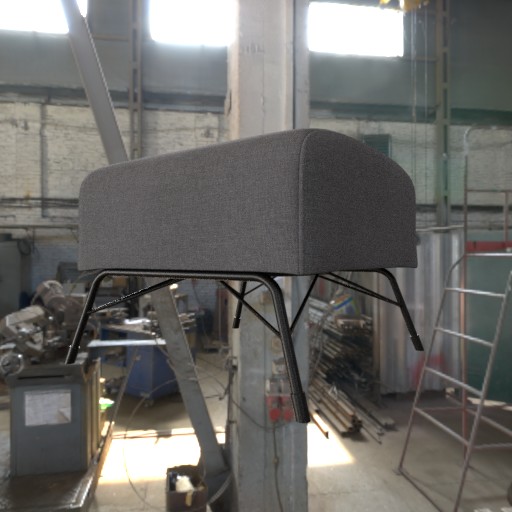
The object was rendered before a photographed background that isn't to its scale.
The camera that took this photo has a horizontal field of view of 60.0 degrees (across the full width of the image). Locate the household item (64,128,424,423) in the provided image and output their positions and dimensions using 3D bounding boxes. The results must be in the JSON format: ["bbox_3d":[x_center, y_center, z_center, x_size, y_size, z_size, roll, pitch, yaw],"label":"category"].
[{"bbox_3d":[0.000,0.000,0.907,0.530,0.410,0.530,0,0,36],"label":"household item"}]
